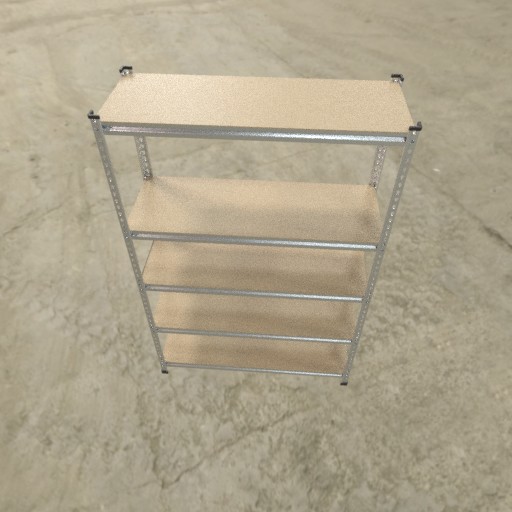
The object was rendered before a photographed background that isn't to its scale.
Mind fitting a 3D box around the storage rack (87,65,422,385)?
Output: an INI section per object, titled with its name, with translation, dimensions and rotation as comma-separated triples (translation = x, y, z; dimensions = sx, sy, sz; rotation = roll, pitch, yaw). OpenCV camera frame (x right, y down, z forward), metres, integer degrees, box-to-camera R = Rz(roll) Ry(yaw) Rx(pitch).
[storage rack]
translation = 0.000, 0.000, 2.406
dimensions = 1.219, 1.829, 0.457
rotation = 3, 45, 3
